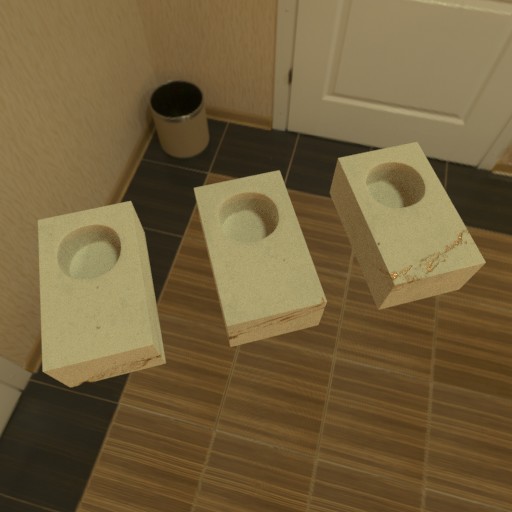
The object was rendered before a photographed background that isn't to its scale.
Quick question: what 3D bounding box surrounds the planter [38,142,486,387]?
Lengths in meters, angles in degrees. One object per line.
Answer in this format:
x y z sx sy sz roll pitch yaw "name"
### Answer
0.000 0.000 0.373 0.333 0.051 0.127 -13 63 -7 "planter"
